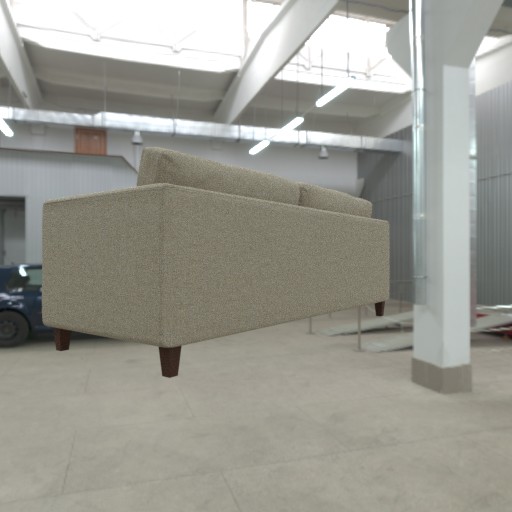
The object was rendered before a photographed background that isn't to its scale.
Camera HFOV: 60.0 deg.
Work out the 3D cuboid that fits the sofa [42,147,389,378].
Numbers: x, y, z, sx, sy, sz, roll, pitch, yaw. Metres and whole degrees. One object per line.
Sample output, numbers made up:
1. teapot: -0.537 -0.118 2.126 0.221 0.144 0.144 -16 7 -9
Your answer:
1. sofa: 0.000 0.000 2.926 0.951 0.965 2.434 0 0 37
